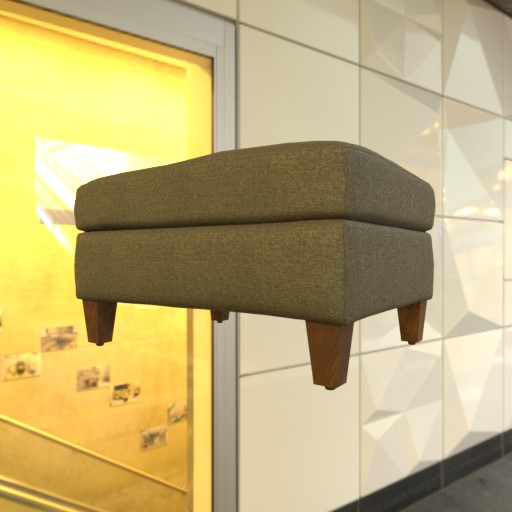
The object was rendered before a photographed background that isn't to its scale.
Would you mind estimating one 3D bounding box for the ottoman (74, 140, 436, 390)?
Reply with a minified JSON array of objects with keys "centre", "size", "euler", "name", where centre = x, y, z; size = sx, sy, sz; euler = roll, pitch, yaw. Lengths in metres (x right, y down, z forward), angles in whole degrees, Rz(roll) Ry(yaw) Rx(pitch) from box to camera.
[{"centre":[0.000,0.000,1.233],"size":[0.826,0.496,0.639],"euler":[0,0,35],"name":"ottoman"}]
